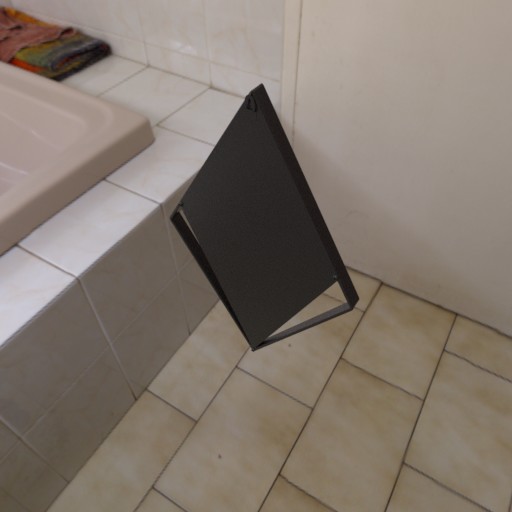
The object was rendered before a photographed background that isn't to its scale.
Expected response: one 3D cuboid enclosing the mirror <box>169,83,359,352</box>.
[{"bbox_3d":[0.000,0.000,0.853,0.419,0.679,0.032,26,53,22],"label":"mirror"}]
